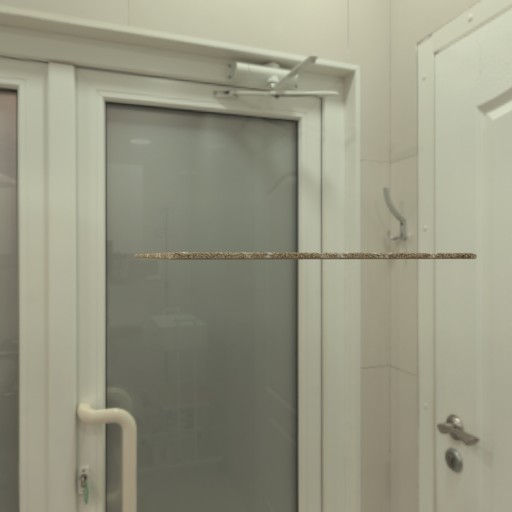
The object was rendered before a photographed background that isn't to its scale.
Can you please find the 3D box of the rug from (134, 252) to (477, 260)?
[{"bbox_3d":[0.000,0.000,3.122,1.524,0.030,2.438,0,0,-19],"label":"rug"}]
